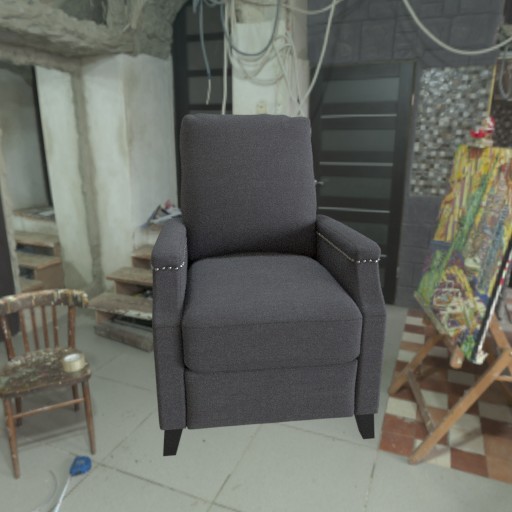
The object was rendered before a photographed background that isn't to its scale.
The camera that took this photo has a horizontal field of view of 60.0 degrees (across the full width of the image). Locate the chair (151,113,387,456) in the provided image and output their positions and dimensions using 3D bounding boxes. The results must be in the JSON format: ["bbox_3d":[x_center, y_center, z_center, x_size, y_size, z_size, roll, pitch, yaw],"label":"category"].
[{"bbox_3d":[0.000,0.000,1.679,0.710,1.049,0.922,-2,16,-7],"label":"chair"}]
